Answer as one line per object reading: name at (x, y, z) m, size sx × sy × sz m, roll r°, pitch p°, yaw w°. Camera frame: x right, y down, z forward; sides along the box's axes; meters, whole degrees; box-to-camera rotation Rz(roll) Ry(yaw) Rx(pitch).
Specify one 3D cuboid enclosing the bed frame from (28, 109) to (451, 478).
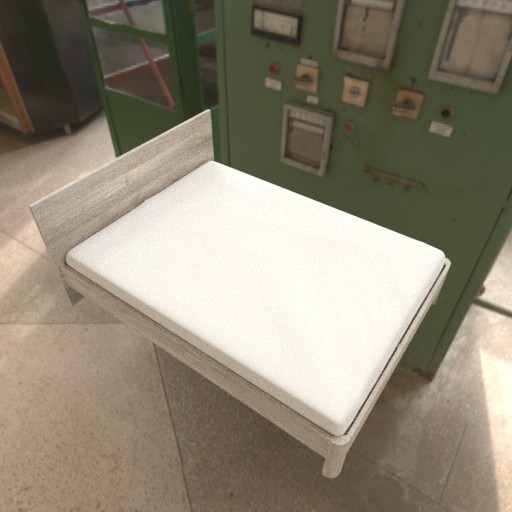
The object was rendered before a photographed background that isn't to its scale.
bed frame at (0.000, 0.000, 2.681) m, size 1.950 × 0.800 × 1.490 m, roll 26°, pitch 48°, yaw 26°
